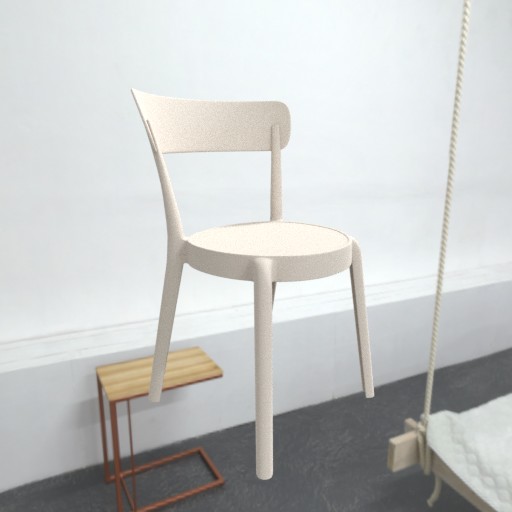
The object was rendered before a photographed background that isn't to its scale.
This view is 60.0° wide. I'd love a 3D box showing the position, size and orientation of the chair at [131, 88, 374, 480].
[{"bbox_3d":[0.000,0.000,1.129,0.491,0.790,0.506,14,20,42],"label":"chair"}]
